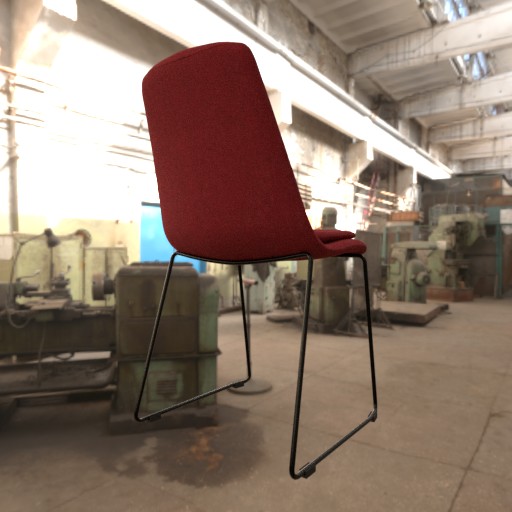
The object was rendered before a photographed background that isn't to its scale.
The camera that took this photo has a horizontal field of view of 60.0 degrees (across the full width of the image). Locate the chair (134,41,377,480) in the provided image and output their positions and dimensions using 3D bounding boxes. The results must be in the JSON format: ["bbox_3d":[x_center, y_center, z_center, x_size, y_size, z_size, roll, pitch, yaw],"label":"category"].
[{"bbox_3d":[0.000,0.000,1.123,0.479,0.858,0.518,1,1,37],"label":"chair"}]
